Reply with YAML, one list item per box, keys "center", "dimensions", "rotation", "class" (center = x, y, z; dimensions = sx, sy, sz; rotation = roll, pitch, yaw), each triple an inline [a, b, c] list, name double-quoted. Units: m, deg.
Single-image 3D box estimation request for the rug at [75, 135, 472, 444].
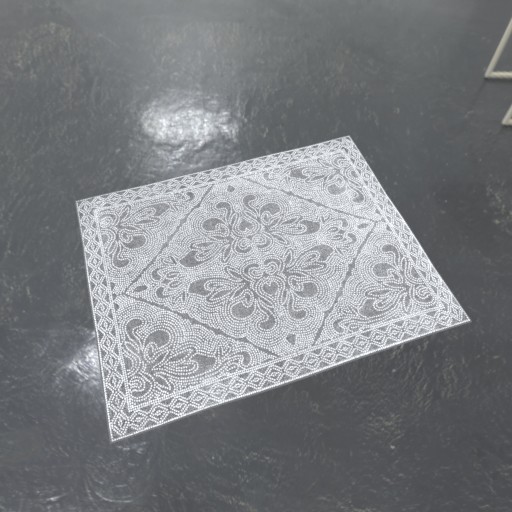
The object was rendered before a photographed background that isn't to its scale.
- center: [0.000, 0.000, 4.092]
  dimensions: [3.048, 0.012, 2.438]
  rotation: [-15, 58, -10]
  class: "rug"
